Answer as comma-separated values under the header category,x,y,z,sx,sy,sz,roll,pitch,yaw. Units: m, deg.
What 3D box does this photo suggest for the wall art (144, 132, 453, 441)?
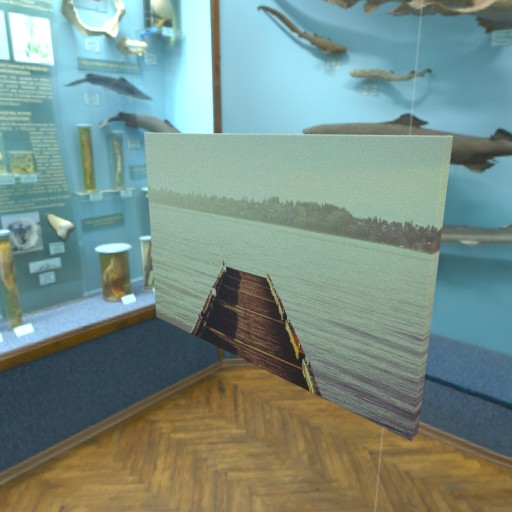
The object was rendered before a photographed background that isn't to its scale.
category,x,y,z,sx,sy,sz,roll,pitch,yaw
wall art,0.000,0.000,1.437,1.149,0.765,0.040,15,22,41
